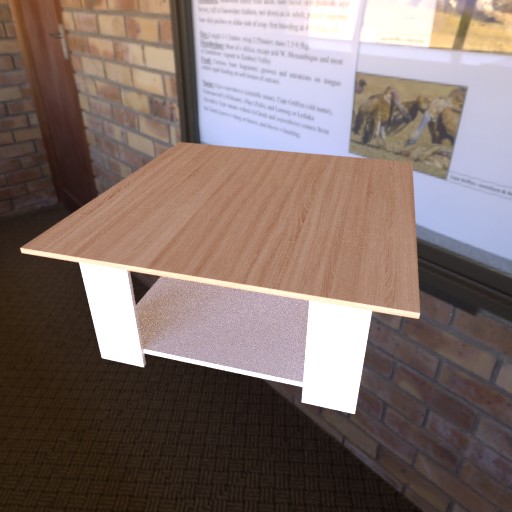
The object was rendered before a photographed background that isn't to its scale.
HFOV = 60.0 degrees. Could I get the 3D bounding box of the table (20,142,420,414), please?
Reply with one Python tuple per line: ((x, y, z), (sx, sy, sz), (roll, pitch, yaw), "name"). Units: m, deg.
((0.000, 0.000, 1.053), (0.670, 0.305, 0.670), (8, 32, 14), "table")
